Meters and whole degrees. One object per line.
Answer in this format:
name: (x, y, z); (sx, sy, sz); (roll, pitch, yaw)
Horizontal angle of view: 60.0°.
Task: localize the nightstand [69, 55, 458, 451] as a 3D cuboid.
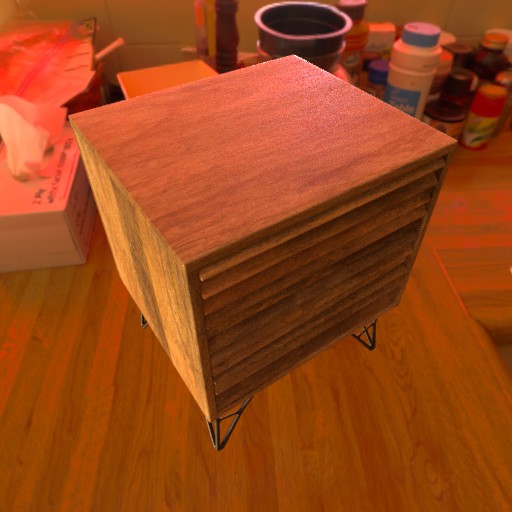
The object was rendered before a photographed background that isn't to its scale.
nightstand: (0.000, 0.000, 0.881); (0.457, 0.559, 0.406); (-25, 50, -23)
